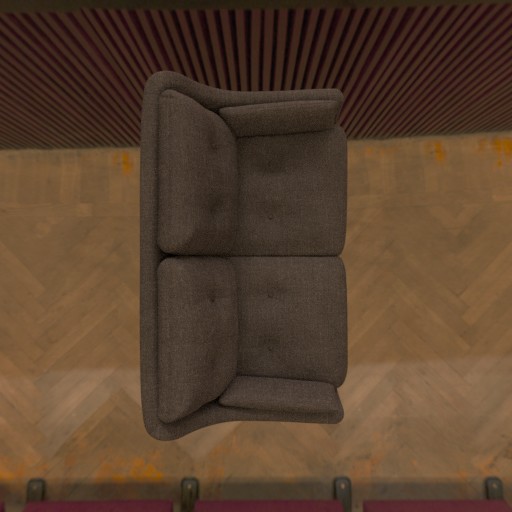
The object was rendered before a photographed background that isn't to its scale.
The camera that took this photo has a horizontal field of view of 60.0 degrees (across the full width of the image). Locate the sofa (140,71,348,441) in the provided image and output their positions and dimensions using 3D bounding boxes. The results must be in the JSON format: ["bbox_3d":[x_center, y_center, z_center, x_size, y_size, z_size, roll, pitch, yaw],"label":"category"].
[{"bbox_3d":[0.000,0.000,2.266,0.976,0.887,1.646,0,90,0],"label":"sofa"}]
